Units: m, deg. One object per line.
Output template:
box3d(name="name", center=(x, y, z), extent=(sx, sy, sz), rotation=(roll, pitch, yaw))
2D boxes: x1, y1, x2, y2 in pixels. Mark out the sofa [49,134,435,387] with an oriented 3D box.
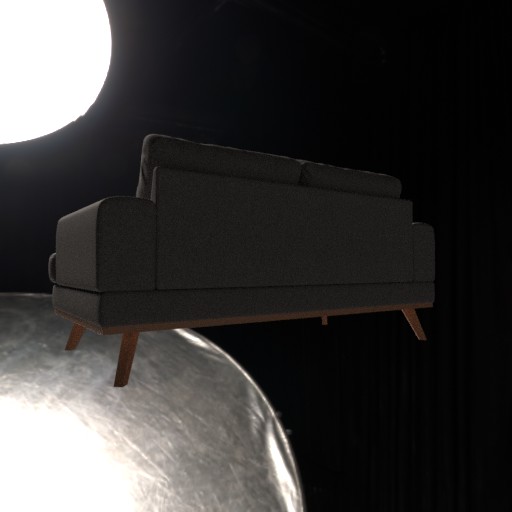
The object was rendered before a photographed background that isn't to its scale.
box3d(name="sofa", center=(0.000, 0.000, 2.052), extent=(1.650, 0.810, 0.785), rotation=(1, -2, -34))
